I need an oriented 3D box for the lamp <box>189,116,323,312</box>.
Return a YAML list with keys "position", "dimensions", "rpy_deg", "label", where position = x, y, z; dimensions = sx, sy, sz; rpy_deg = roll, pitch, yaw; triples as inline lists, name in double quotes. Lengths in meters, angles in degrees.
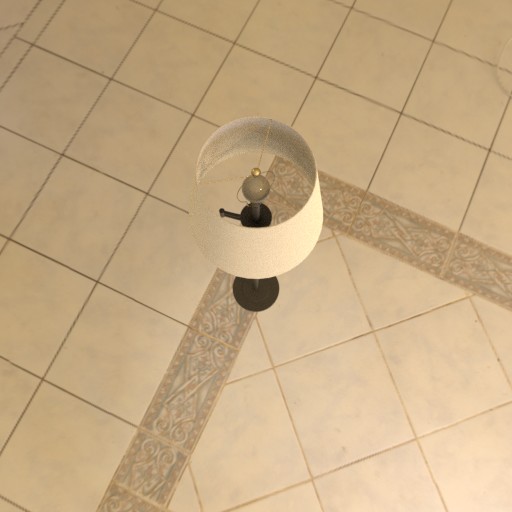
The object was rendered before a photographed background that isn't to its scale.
- position: [0.000, 0.000, 1.612]
  dimensions: [0.348, 1.473, 0.348]
  rpy_deg: [15, 77, 4]
  label: "lamp"
